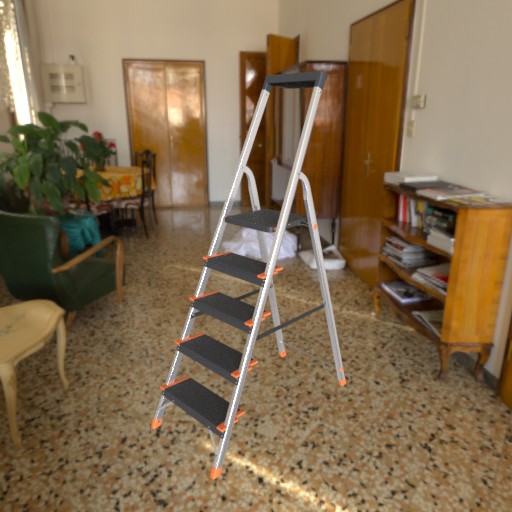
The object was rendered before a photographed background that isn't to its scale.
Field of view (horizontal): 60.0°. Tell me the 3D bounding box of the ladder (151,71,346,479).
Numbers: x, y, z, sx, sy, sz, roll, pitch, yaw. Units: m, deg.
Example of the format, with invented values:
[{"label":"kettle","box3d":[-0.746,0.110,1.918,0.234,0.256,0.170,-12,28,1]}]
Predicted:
[{"label":"ladder","box3d":[0.000,0.000,2.113,0.480,1.646,0.995,16,24,42]}]
